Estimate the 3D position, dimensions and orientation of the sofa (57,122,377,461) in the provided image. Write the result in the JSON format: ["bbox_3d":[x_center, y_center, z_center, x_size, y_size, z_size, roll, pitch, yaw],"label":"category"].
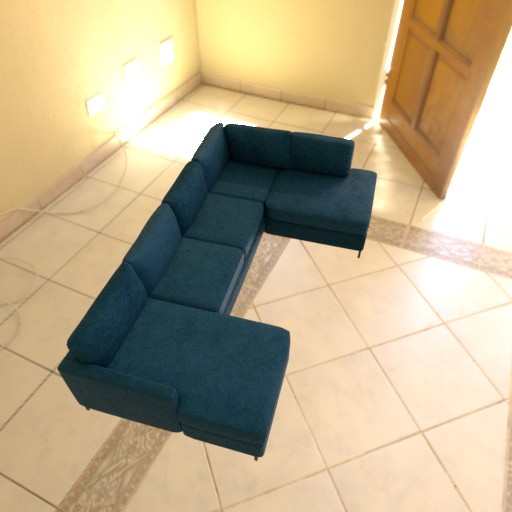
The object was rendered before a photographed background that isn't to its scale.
[{"bbox_3d":[0.000,0.000,4.319,2.055,0.992,3.434,11,47,11],"label":"sofa"}]
